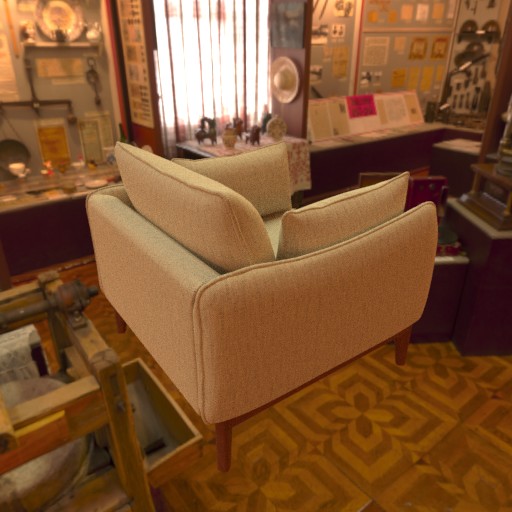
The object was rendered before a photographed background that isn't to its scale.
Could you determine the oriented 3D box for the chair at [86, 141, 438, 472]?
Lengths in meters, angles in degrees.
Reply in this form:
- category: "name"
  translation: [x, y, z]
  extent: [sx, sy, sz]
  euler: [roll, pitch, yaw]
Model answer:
- category: "chair"
  translation: [0.000, 0.000, 1.724]
  extent: [0.991, 0.855, 0.994]
  euler: [-17, 31, -31]
